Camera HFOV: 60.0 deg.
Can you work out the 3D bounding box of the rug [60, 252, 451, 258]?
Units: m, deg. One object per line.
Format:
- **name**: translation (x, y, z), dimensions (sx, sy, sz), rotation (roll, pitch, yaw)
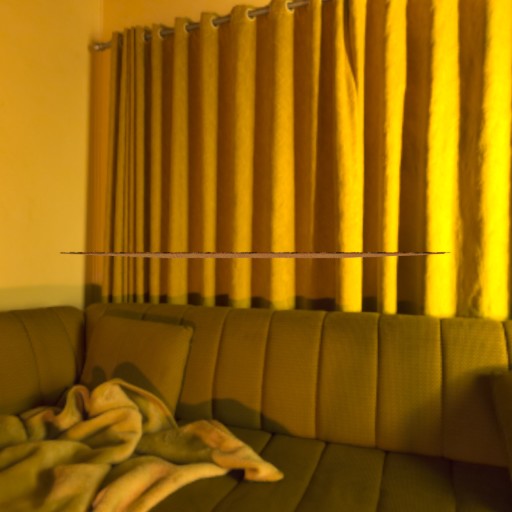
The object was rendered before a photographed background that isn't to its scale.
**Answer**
- **rug**: translation (0.000, 0.000, 3.530), dimensions (1.971, 0.010, 2.651), rotation (0, -1, 0)
